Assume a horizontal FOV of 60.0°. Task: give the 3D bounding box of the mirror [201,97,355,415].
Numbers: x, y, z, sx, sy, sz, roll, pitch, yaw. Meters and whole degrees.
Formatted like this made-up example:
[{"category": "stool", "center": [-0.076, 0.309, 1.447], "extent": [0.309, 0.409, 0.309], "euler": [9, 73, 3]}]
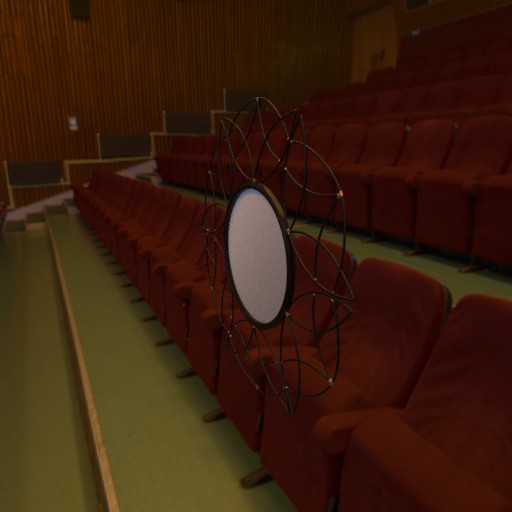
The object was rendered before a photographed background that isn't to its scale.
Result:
[{"category": "mirror", "center": [0.000, 0.000, 1.145], "extent": [0.028, 0.775, 0.797], "euler": [-7, 16, -26]}]
